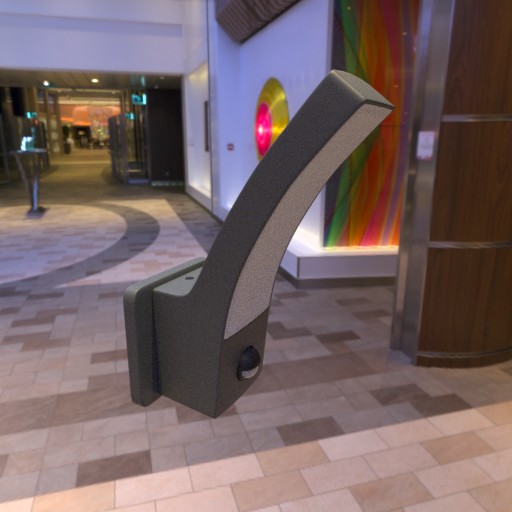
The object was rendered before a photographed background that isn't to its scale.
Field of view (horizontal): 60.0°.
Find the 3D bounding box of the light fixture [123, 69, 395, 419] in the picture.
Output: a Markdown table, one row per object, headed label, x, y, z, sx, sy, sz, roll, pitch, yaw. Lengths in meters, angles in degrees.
| label | x | y | z | sx | sy | sz | roll | pitch | yaw |
| --- | --- | --- | --- | --- | --- | --- | --- | --- | --- |
| light fixture | 0.000 | 0.000 | 0.328 | 0.174 | 0.243 | 0.108 | 8 | 17 | 26 |
